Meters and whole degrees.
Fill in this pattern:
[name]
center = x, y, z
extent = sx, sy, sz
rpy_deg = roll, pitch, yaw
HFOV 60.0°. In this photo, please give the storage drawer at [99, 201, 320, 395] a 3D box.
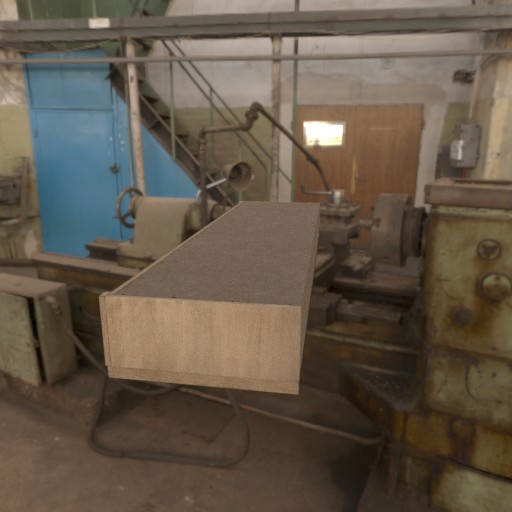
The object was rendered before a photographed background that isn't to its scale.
[storage drawer]
center = 0.000, 0.000, 2.273
extent = 0.591, 0.274, 2.072
rpy_deg = 2, 15, 9
